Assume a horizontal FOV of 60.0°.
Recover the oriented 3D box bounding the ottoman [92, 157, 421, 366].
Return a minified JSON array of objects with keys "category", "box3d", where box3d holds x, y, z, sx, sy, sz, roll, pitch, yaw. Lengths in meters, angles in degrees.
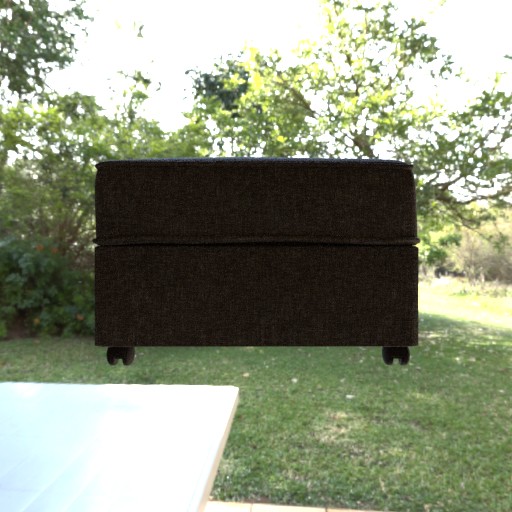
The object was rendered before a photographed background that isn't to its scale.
[{"category":"ottoman","box3d":[0.000,0.000,1.505,0.717,0.487,1.184,0,0,0]}]
